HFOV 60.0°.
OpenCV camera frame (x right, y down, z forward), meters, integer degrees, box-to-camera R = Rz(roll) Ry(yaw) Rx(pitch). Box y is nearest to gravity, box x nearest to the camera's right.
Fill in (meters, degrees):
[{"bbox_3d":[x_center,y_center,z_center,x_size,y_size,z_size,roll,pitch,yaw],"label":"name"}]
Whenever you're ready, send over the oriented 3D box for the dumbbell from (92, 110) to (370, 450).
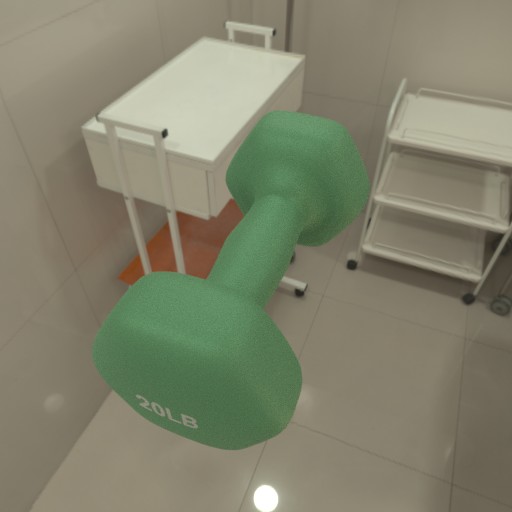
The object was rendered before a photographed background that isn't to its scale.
[{"bbox_3d":[0.000,0.000,0.328,0.129,0.117,0.260,16,48,15],"label":"dumbbell"}]
